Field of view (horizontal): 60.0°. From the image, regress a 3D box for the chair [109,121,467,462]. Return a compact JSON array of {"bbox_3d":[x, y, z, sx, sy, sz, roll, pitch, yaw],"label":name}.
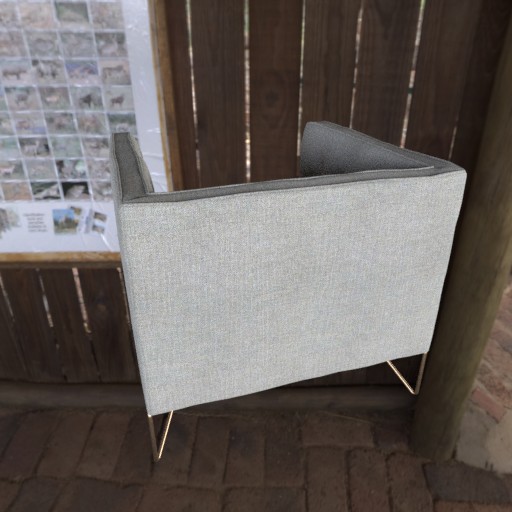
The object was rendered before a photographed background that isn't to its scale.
[{"bbox_3d":[0.000,0.000,1.593,0.920,0.799,0.912,-8,27,-16],"label":"chair"}]
